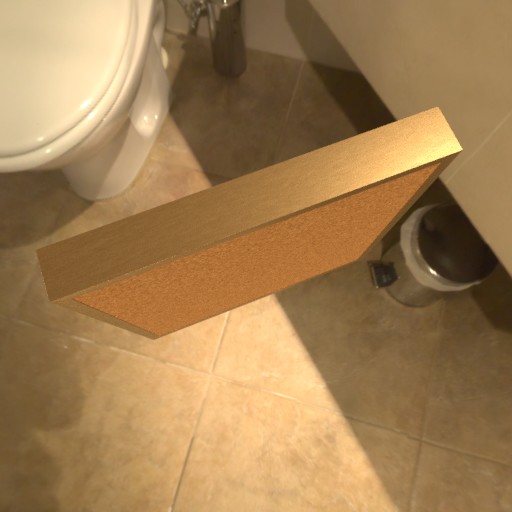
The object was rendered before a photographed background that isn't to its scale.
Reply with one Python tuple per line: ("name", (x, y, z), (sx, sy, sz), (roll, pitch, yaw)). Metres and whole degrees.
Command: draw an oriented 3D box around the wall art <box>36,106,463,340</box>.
("wall art", (0.000, 0.000, 0.455), (0.304, 0.305, 0.038), (-21, 76, -5))
